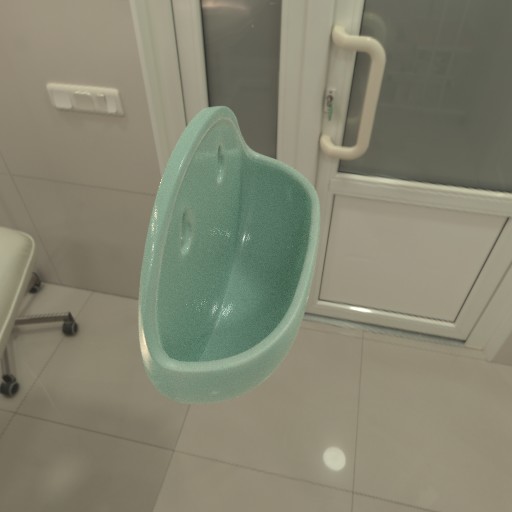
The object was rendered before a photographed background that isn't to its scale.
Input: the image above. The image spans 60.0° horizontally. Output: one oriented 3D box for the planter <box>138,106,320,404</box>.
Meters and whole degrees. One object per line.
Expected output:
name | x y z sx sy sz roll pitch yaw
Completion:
planter | 0.000 0.000 0.272 0.073 0.164 0.189 9 46 9
